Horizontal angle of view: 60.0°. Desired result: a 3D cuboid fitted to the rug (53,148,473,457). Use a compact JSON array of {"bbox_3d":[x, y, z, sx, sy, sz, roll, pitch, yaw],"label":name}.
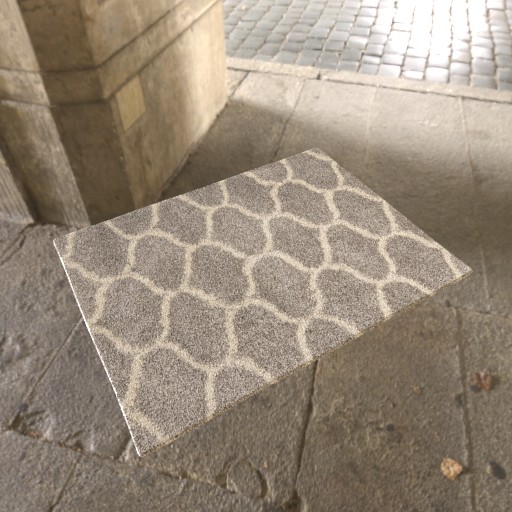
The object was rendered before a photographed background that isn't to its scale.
[{"bbox_3d":[0.000,0.000,2.094,1.600,0.025,1.200,-23,50,-21],"label":"rug"}]
